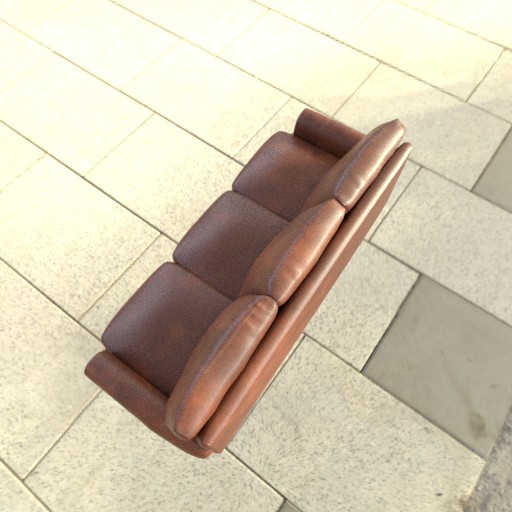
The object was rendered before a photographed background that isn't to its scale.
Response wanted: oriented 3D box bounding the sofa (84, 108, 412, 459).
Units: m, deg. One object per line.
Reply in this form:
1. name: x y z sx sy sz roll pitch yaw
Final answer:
1. sofa: 0.000 0.000 2.843 0.973 0.977 2.351 32 68 14
